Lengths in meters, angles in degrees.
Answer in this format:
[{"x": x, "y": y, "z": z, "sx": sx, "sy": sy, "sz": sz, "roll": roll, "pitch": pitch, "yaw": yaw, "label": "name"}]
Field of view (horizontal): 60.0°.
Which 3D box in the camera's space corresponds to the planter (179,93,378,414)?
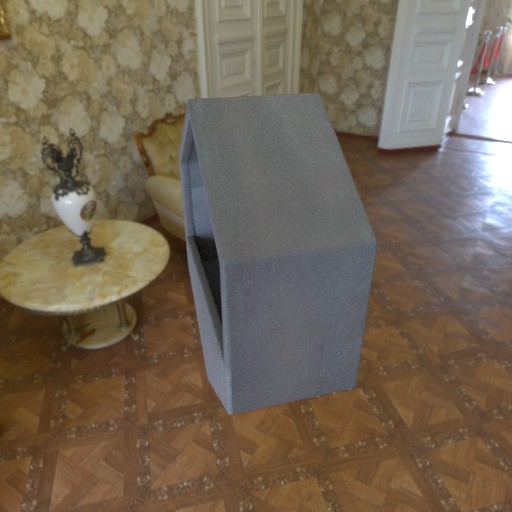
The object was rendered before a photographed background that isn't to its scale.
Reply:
[{"x": 0.000, "y": 0.000, "z": 0.299, "sx": 0.077, "sy": 0.206, "sz": 0.169, "roll": -8, "pitch": 31, "yaw": -13, "label": "planter"}]
